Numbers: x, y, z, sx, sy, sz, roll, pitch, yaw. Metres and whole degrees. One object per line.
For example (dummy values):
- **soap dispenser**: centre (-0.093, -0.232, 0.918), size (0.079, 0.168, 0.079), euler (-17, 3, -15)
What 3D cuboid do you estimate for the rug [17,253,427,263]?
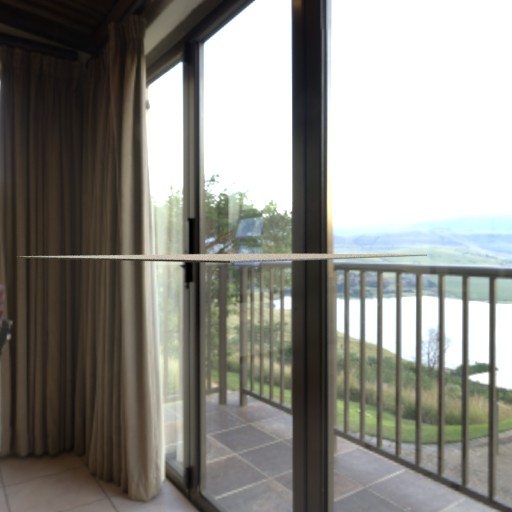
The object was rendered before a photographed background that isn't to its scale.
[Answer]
- **rug**: centre (0.000, 0.000, 2.177), size (1.142, 0.006, 1.752), euler (1, 1, 37)
